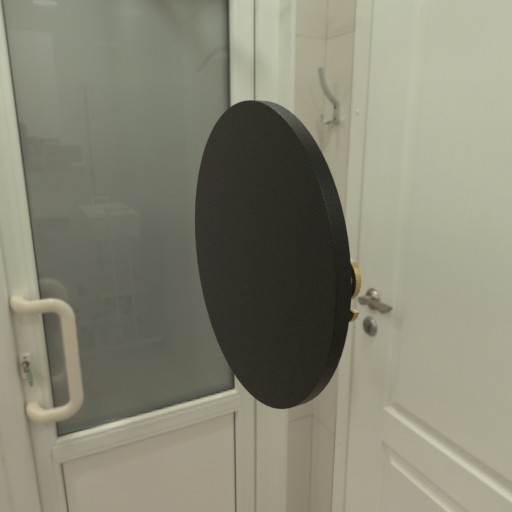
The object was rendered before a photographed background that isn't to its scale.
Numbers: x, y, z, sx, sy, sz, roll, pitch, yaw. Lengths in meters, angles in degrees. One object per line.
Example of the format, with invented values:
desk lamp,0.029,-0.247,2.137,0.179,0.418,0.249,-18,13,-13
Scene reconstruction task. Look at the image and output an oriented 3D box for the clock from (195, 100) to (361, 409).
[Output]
clock,0.000,0.000,0.686,0.038,0.454,0.454,-7,16,-26
